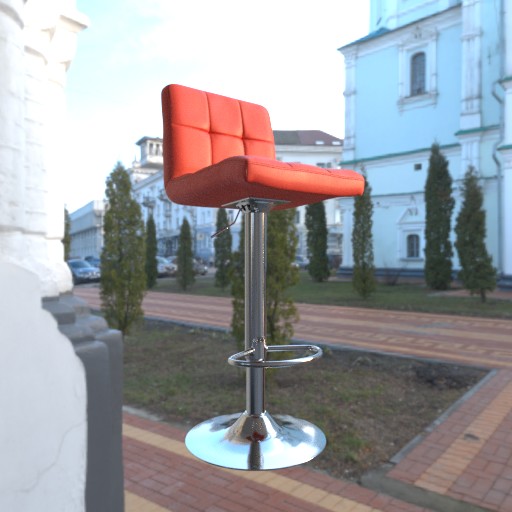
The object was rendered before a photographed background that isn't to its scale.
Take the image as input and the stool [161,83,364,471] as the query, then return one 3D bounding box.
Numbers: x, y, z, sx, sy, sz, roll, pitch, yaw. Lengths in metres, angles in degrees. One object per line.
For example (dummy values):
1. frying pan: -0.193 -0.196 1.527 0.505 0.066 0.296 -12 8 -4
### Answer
1. stool: 0.000 0.000 1.351 0.430 1.115 0.505 0 0 -36
